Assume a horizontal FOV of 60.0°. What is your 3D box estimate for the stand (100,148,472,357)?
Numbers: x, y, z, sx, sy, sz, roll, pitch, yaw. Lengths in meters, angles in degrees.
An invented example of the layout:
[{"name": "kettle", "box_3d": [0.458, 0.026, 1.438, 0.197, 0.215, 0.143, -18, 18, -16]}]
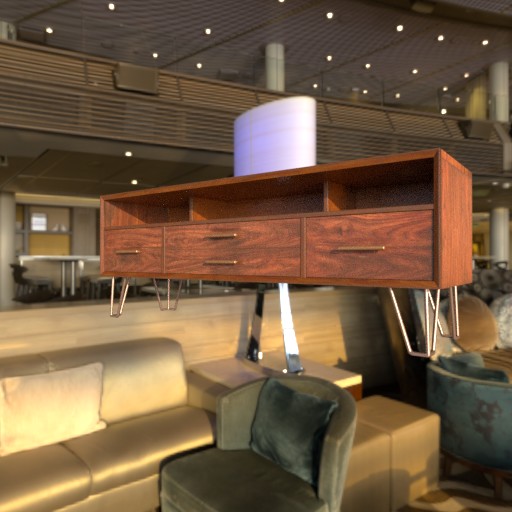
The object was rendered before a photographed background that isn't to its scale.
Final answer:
[{"name": "stand", "box_3d": [0.000, 0.000, 1.922, 1.626, 0.610, 0.481, 0, 0, 36]}]
